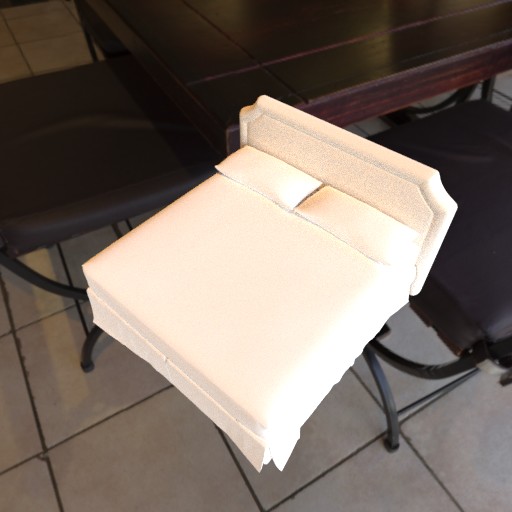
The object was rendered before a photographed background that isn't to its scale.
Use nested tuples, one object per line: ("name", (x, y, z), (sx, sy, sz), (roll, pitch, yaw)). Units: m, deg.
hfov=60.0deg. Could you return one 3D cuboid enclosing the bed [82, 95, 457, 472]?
("bed", (0.000, 0.000, 3.568), (2.160, 1.301, 2.204), (33, 56, 26))
